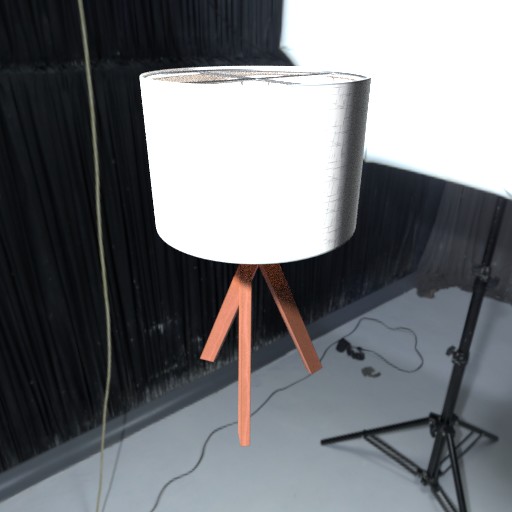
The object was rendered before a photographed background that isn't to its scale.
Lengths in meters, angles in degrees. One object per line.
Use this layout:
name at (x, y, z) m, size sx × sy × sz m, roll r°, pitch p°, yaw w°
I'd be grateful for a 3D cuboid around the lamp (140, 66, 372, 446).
lamp at (0.000, 0.000, 0.899) m, size 0.380 × 0.686 × 0.380 m, roll -19°, pitch 32°, yaw -32°
